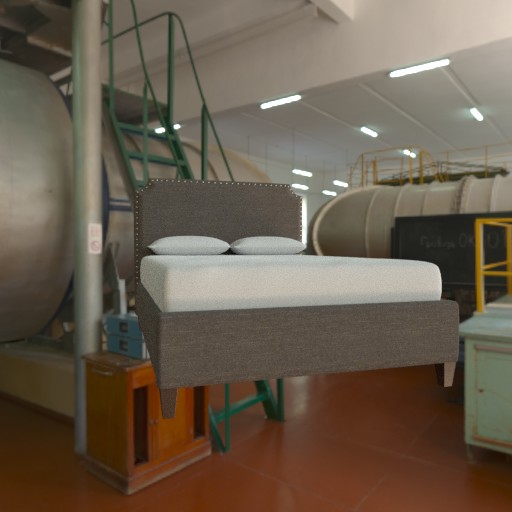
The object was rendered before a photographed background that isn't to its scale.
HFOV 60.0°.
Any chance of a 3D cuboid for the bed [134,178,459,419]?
[{"bbox_3d":[0.000,0.000,3.379,1.713,1.457,2.381,0,1,-17],"label":"bed"}]
